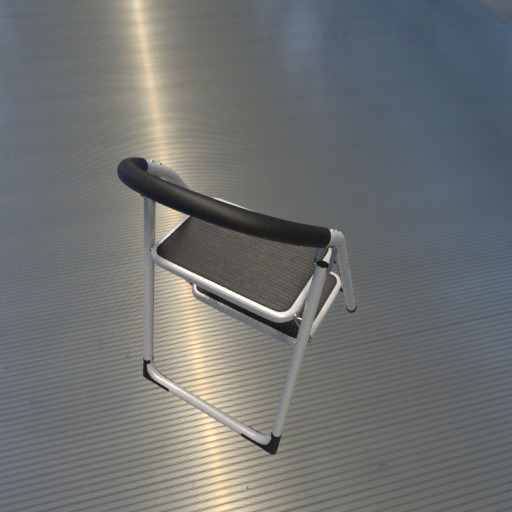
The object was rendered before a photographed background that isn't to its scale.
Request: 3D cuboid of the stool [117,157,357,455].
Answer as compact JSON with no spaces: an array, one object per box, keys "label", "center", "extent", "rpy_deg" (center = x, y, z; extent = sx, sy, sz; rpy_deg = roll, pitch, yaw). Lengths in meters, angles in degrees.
[{"label":"stool","center":[0.000,0.000,1.104],"extent":[0.453,0.760,0.559],"rpy_deg":[23,51,21]}]
